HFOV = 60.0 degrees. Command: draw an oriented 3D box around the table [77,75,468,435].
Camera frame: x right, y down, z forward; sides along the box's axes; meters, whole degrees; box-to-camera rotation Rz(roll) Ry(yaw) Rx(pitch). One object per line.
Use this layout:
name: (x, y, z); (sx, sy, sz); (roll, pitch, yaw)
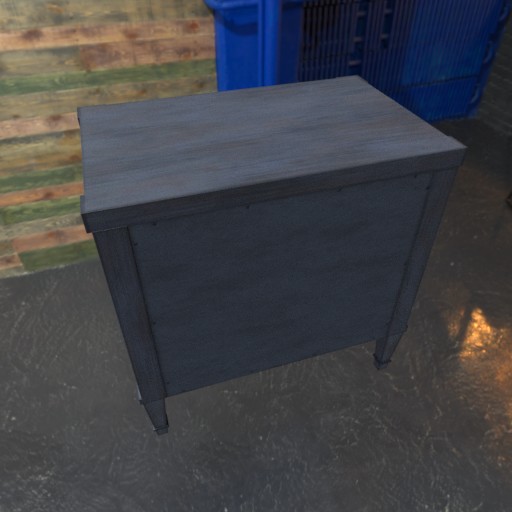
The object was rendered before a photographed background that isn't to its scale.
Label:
table: (0.000, 0.000, 1.071); (0.660, 0.660, 0.413); (-12, 42, -14)
